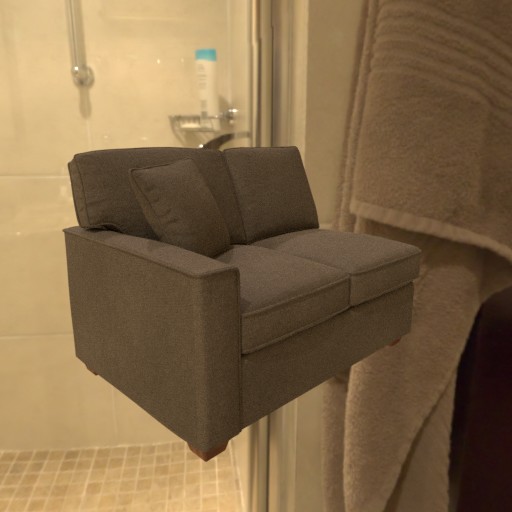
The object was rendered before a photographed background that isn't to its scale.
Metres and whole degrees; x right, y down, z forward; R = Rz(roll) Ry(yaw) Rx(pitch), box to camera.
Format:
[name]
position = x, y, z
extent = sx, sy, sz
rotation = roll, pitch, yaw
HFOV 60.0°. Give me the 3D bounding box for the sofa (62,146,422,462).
[sofa]
position = 0.000, 0.000, 2.047
extent = 1.388, 0.989, 0.991
rotation = -13, 19, -43
